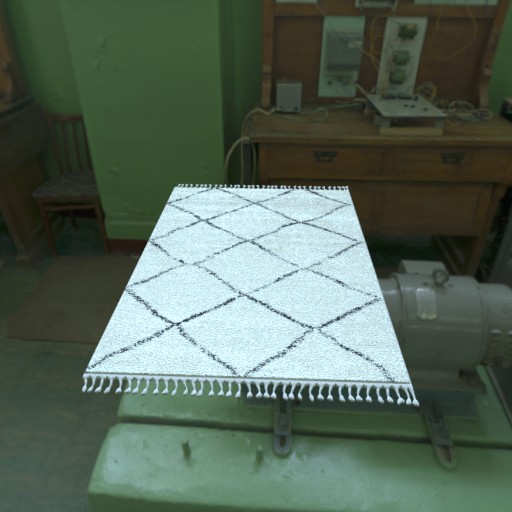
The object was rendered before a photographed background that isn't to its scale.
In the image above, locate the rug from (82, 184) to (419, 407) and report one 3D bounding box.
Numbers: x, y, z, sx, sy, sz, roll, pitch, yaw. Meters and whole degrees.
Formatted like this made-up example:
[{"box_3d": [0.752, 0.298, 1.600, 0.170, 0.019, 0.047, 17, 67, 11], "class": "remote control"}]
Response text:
[{"box_3d": [0.000, 0.000, 2.884, 1.494, 0.031, 2.307, 1, 33, 2], "class": "rug"}]
